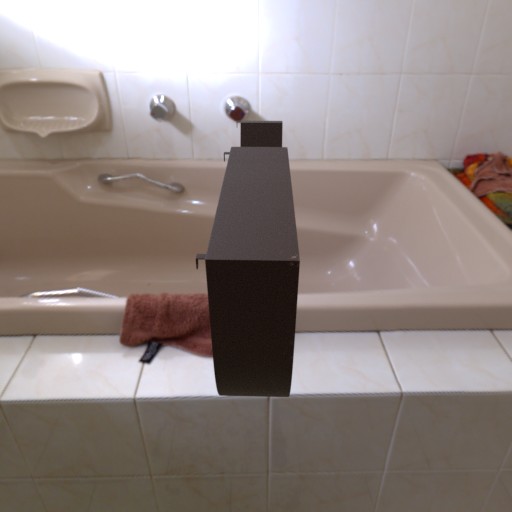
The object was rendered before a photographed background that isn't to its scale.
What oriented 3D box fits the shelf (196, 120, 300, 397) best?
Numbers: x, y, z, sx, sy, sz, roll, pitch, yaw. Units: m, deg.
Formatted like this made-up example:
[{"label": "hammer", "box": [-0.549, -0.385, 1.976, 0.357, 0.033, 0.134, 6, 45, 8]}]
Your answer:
[{"label": "shelf", "box": [0.000, 0.000, 0.899, 0.112, 0.439, 0.729, 1, 31, 1]}]
